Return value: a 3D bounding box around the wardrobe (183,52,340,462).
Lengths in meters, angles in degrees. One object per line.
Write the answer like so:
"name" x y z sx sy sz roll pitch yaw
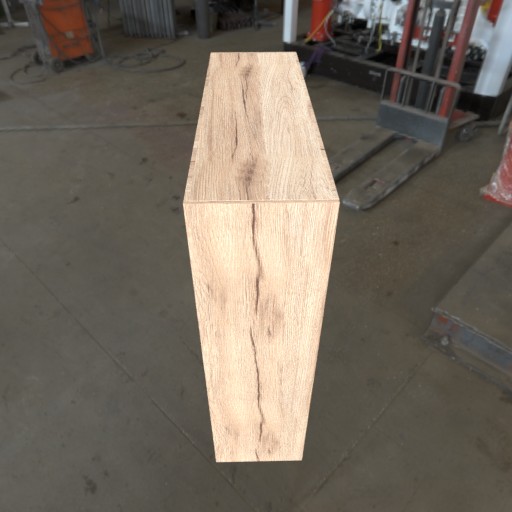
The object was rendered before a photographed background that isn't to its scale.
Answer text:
"wardrobe" 0.000 0.000 2.978 0.580 2.070 1.810 -1 41 -1
